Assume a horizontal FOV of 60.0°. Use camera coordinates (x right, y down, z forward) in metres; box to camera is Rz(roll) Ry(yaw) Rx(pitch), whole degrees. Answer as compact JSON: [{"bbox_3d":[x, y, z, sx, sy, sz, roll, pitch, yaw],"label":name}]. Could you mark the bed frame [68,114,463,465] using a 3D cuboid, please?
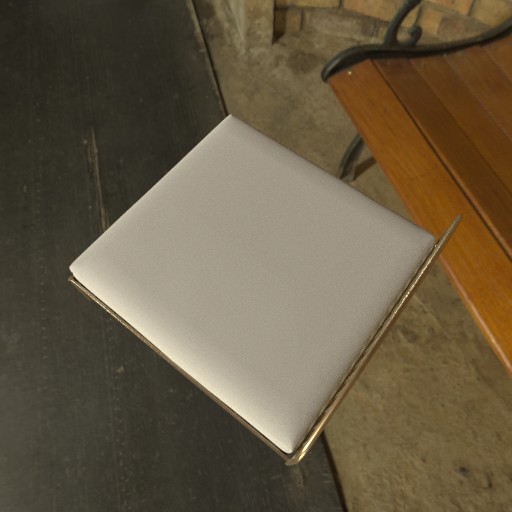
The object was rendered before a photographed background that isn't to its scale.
[{"bbox_3d":[0.000,0.000,3.402,2.152,1.174,2.016,35,69,16],"label":"bed frame"}]
